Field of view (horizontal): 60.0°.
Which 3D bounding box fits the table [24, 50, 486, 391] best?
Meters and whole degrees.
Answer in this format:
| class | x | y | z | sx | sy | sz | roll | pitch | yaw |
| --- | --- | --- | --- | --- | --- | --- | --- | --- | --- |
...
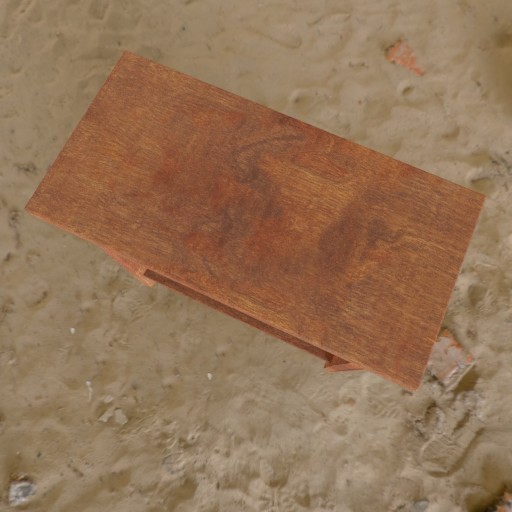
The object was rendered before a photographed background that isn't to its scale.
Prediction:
| class | x | y | z | sx | sy | sz | roll | pitch | yaw |
| --- | --- | --- | --- | --- | --- | --- | --- | --- | --- |
| table | 0.000 | 0.000 | 0.945 | 0.610 | 0.610 | 0.305 | 24 | 76 | 6 |
